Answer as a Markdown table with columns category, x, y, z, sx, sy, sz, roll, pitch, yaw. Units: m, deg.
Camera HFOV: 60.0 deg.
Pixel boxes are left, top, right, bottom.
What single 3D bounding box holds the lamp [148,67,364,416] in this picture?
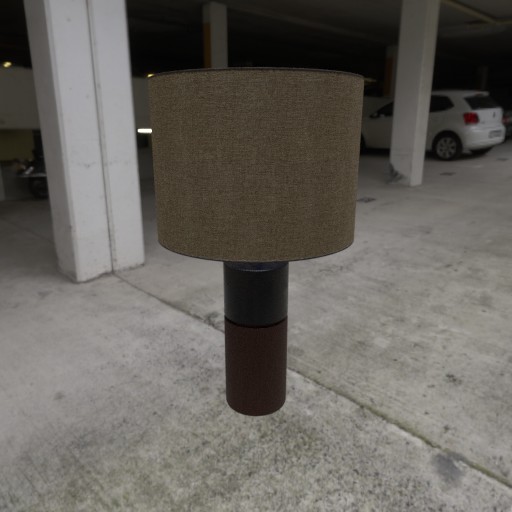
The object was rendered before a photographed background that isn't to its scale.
| category | x | y | z | sx | sy | sz | roll | pitch | yaw |
| --- | --- | --- | --- | --- | --- | --- | --- | --- | --- |
| lamp | 0.000 | 0.000 | 0.473 | 0.202 | 0.350 | 0.202 | 0 | 16 | 0 |
